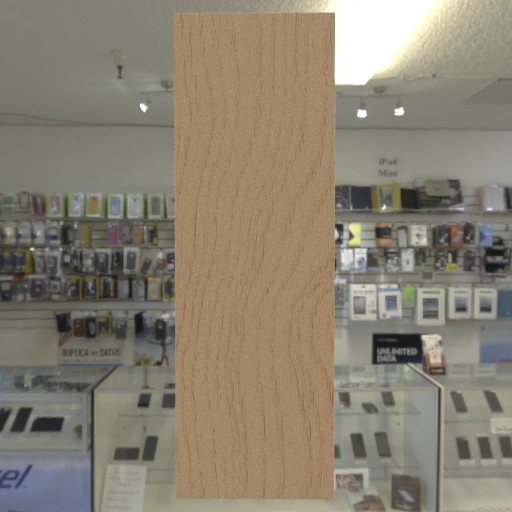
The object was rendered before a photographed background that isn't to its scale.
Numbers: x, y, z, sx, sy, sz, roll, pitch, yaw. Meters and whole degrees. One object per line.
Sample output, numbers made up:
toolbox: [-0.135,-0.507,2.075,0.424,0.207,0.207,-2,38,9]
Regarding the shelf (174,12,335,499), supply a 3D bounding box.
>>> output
shelf: [0.000,0.000,0.692,0.200,0.600,0.290,0,1,1]
